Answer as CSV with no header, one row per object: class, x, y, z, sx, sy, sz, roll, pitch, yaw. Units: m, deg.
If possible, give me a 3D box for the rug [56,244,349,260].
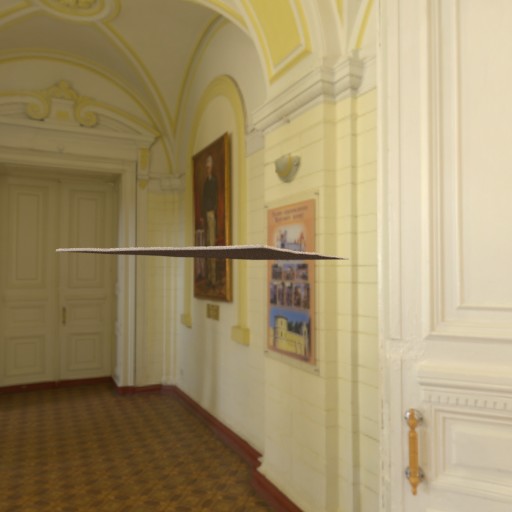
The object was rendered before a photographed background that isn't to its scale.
rug,0.000,0.000,2.707,0.857,0.018,2.383,0,-1,19
